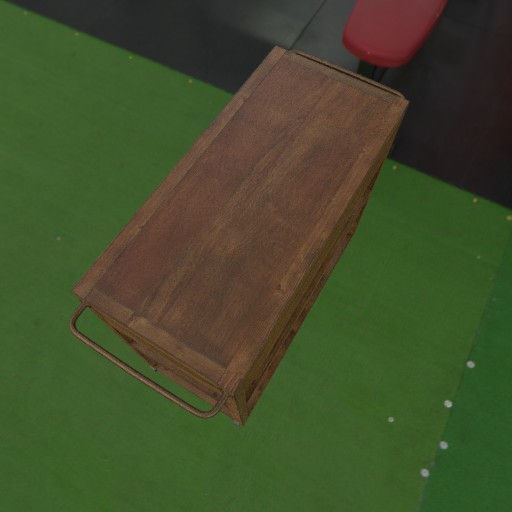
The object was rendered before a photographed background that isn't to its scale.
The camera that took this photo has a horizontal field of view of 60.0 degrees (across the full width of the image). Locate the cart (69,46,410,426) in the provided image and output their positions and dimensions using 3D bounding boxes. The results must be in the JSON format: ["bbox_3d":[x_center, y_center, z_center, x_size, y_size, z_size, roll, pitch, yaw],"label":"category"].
[{"bbox_3d":[0.000,0.000,1.481,0.445,0.830,1.065,29,68,13],"label":"cart"}]
